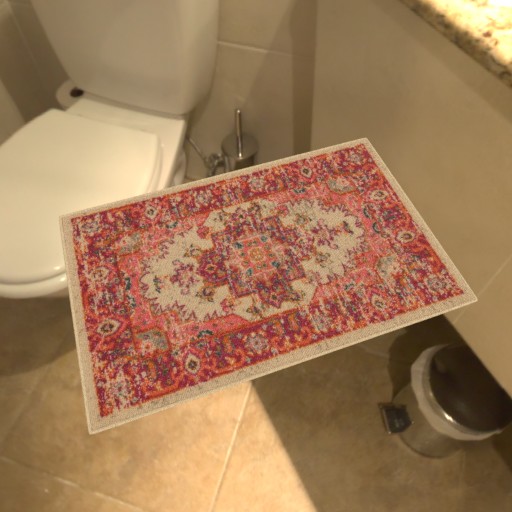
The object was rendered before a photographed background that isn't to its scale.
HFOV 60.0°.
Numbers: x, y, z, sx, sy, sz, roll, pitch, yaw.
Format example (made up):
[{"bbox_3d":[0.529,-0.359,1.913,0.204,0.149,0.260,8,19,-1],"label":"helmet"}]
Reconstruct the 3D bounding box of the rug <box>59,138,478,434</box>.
[{"bbox_3d":[0.000,0.000,1.060,0.868,0.004,0.556,-16,59,-10],"label":"rug"}]
